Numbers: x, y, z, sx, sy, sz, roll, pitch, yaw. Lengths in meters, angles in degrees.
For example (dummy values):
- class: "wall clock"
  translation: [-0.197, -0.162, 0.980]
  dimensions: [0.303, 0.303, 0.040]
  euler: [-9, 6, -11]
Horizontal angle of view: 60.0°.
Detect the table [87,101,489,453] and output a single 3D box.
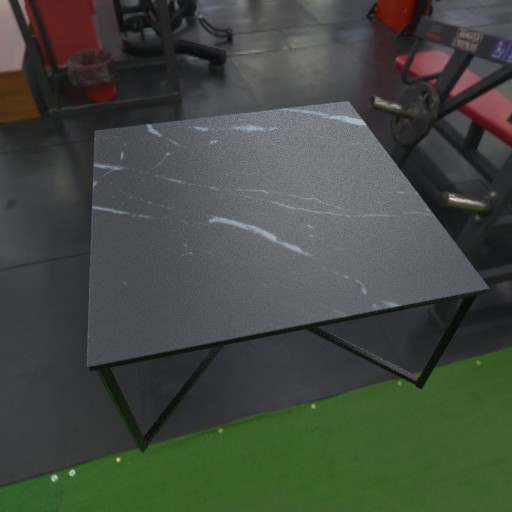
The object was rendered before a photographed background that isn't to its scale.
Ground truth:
- class: "table"
  translation: [0.000, 0.000, 1.277]
  dimensions: [0.800, 0.450, 0.800]
  euler: [-10, 48, -9]
